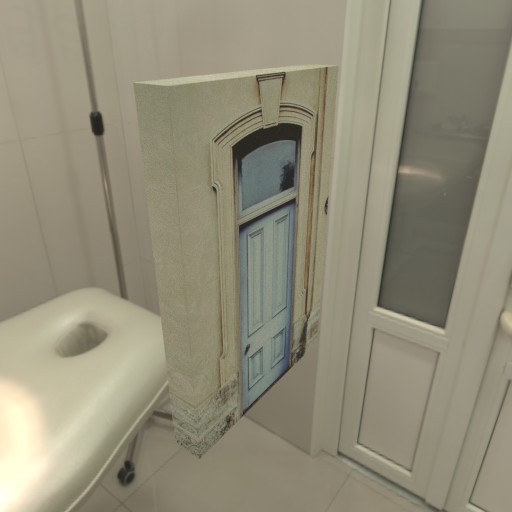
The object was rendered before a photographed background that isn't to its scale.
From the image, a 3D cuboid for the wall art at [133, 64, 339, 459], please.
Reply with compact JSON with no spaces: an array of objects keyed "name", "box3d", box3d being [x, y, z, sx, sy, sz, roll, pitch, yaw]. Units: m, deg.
[{"name":"wall art","box3d":[0.000,0.000,0.496,0.038,0.381,0.254,19,32,32]}]
